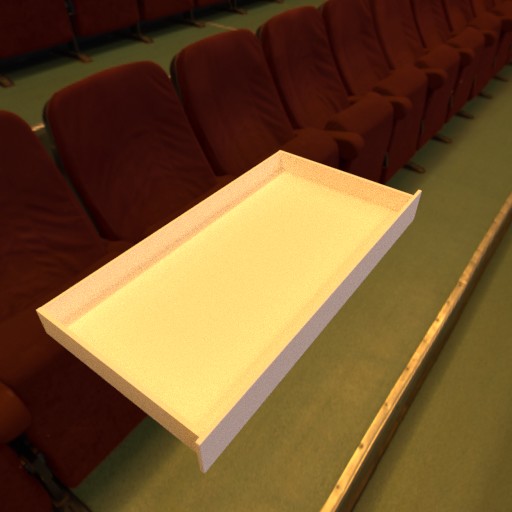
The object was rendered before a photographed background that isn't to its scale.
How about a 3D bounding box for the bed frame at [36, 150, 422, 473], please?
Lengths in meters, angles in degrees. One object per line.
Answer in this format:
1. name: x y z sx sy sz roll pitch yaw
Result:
1. bed frame: 0.000 0.000 1.560 0.670 0.141 1.300 26 47 27
